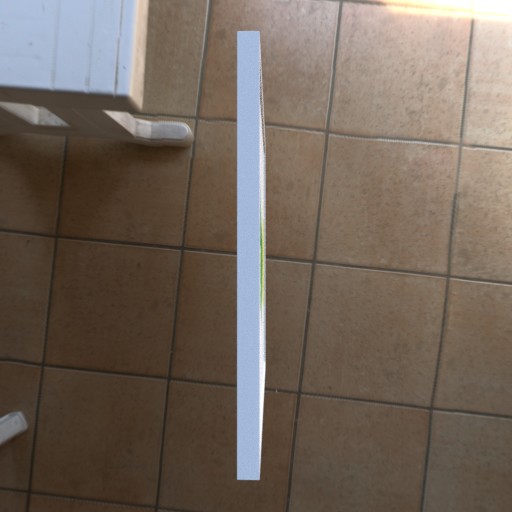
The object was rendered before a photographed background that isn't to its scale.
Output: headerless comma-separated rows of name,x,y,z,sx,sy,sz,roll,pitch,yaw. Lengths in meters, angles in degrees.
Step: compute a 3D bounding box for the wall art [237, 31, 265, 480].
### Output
wall art,0.000,0.000,1.133,0.038,0.761,0.763,0,90,2
